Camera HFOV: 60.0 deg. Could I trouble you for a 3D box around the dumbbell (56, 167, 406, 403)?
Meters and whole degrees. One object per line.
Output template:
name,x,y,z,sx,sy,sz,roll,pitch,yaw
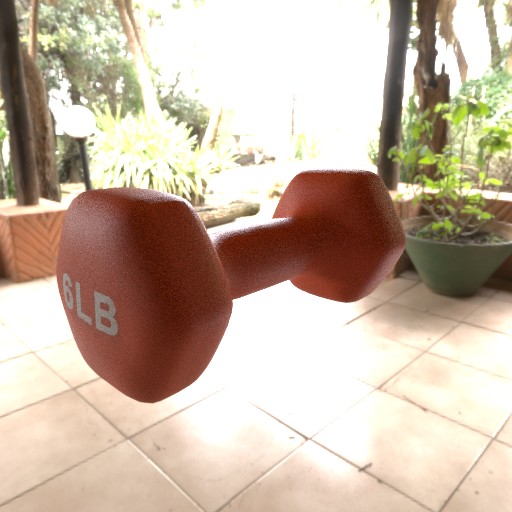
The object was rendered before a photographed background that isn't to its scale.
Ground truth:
dumbbell,0.000,0.000,0.201,0.079,0.071,0.162,15,21,42
